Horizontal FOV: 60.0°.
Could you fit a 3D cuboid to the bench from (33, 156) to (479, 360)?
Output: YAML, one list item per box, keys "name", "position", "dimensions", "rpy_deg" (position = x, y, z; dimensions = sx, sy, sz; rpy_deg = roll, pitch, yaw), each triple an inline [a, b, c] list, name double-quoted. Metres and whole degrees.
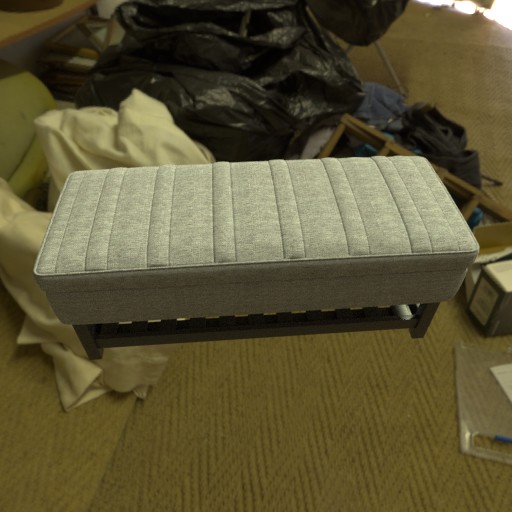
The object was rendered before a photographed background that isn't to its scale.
- name: "bench"
  position: [0.000, 0.000, 1.333]
  dimensions: [1.100, 0.470, 0.429]
  rpy_deg: [-3, 46, -3]
